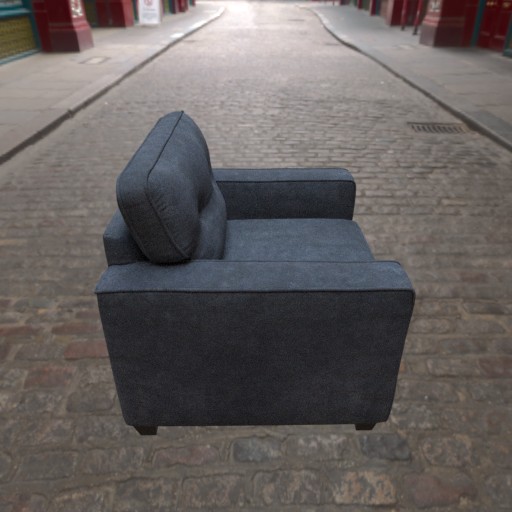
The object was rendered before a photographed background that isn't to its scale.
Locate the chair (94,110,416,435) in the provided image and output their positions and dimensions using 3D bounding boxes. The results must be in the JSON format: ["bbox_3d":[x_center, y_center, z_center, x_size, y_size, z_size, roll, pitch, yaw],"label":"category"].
[{"bbox_3d":[0.000,0.000,1.750,0.939,0.965,1.015,0,31,-1],"label":"chair"}]
